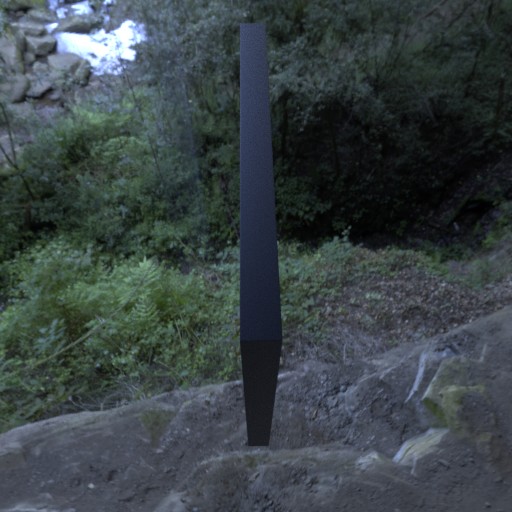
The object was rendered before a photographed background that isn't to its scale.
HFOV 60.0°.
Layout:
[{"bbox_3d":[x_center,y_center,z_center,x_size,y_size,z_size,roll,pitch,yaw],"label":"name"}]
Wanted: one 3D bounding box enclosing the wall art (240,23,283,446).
[{"bbox_3d":[0.000,0.000,0.744,0.038,0.508,0.508,-1,57,-1],"label":"wall art"}]
